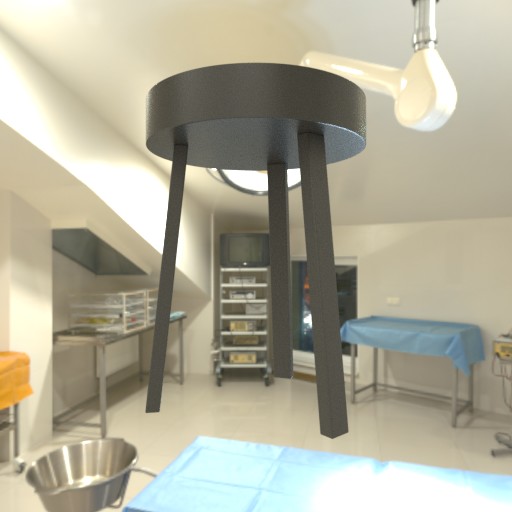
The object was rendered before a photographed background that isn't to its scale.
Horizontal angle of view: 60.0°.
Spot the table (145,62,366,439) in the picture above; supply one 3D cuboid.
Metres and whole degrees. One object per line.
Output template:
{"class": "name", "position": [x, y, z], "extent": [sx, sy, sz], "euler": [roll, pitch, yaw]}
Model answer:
{"class": "table", "position": [0.000, 0.000, 0.843], "extent": [0.406, 0.559, 0.406], "euler": [0, 0, 0]}
